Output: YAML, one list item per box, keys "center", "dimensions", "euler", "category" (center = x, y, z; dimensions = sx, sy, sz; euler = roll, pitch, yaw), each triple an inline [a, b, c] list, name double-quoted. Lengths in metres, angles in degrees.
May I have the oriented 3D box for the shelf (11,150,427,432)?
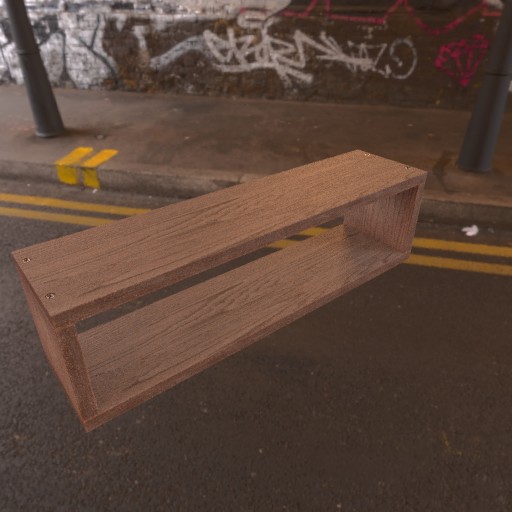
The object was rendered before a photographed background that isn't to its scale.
- center: [0.000, 0.000, 0.672]
  dimensions: [0.610, 0.170, 0.150]
  euler: [-22, 38, -32]
  category: "shelf"
